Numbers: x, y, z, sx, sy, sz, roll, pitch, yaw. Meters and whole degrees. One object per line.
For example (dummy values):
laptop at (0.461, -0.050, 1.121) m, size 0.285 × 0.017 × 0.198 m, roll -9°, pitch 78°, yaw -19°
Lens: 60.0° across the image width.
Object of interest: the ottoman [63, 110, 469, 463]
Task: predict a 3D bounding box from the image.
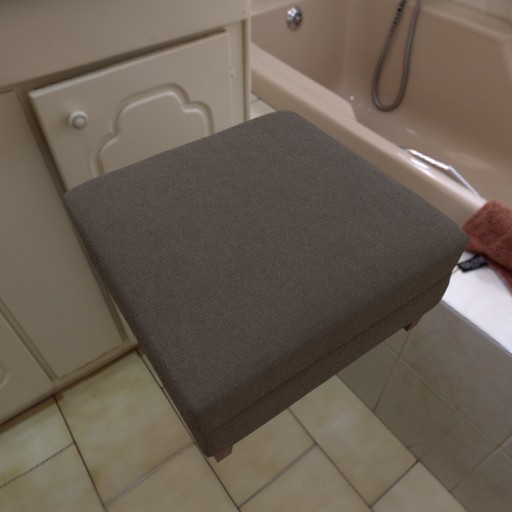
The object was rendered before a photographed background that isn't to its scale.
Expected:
ottoman at (0.000, 0.000, 1.409) m, size 0.881 × 0.482 × 0.861 m, roll -27°, pitch 53°, yaw -22°
